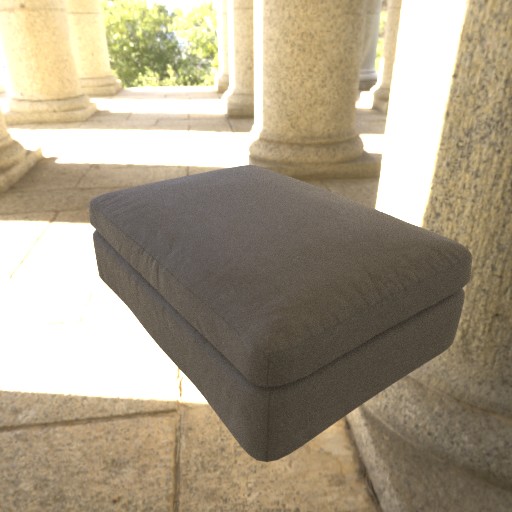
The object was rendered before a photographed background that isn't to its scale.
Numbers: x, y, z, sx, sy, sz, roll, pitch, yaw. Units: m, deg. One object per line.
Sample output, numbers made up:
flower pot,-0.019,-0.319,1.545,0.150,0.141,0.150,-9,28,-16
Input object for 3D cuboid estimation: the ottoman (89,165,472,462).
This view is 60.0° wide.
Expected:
ottoman,0.000,0.000,1.597,0.840,0.429,1.199,-19,33,-32
